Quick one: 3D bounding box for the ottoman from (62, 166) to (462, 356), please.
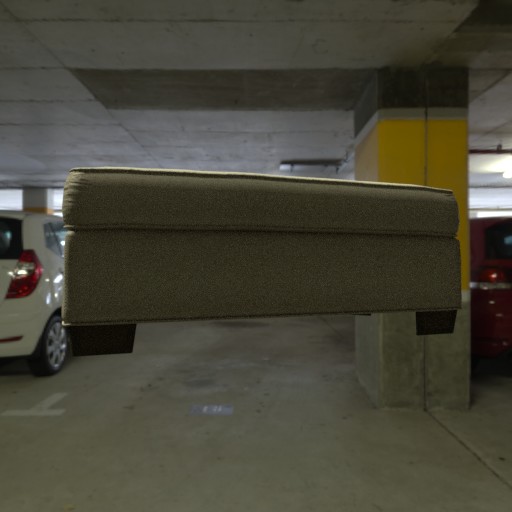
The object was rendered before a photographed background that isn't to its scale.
[{"bbox_3d":[0.000,0.000,1.425,1.097,0.461,0.617,0,-1,-18],"label":"ottoman"}]
